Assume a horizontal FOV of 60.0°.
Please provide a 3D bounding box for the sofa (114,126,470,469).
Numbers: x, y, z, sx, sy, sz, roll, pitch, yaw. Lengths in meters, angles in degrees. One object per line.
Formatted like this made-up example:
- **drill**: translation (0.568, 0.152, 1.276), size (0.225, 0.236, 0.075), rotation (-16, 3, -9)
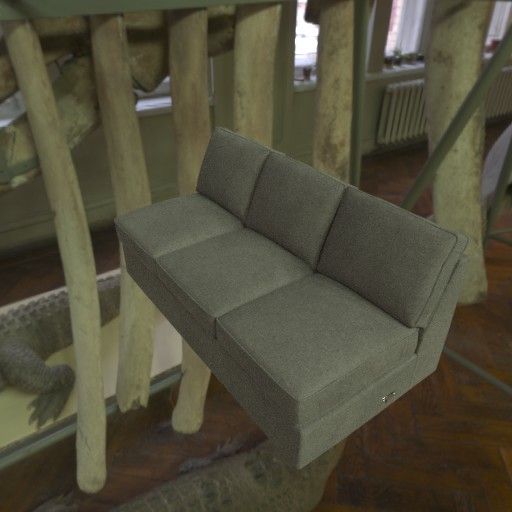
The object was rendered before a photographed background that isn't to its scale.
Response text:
- **sofa**: translation (0.000, 0.000, 2.581), size (1.027, 0.973, 1.962), rotation (-21, 37, -30)
